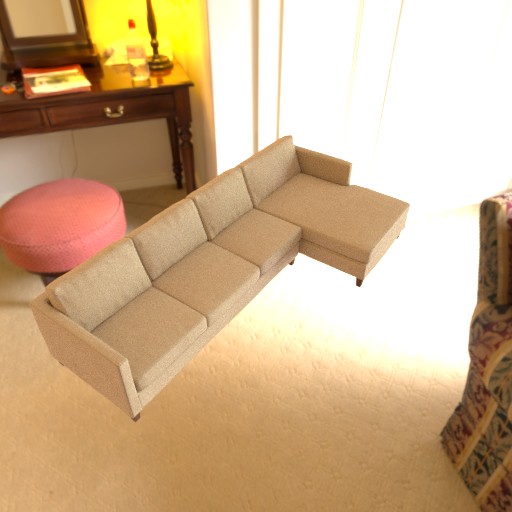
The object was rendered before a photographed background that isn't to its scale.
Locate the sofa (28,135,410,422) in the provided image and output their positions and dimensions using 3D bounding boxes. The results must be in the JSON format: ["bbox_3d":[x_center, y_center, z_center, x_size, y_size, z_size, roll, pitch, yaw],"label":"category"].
[{"bbox_3d":[0.000,0.000,3.845,1.625,0.846,3.186,25,46,27],"label":"sofa"}]
